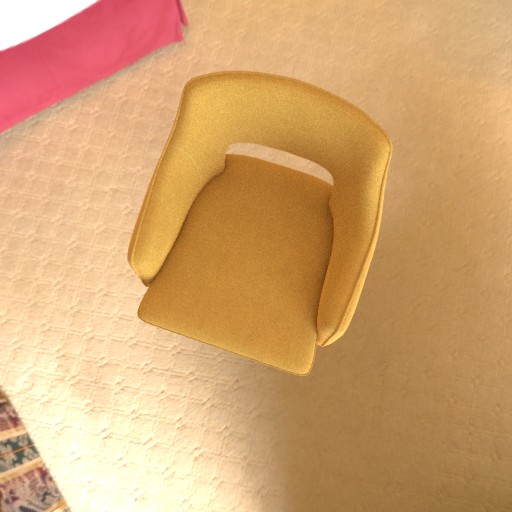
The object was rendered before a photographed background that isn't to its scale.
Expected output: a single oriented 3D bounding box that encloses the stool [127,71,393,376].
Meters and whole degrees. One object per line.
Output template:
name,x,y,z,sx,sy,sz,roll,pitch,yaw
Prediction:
stool,0.000,0.000,1.271,0.548,0.924,0.558,18,77,4
